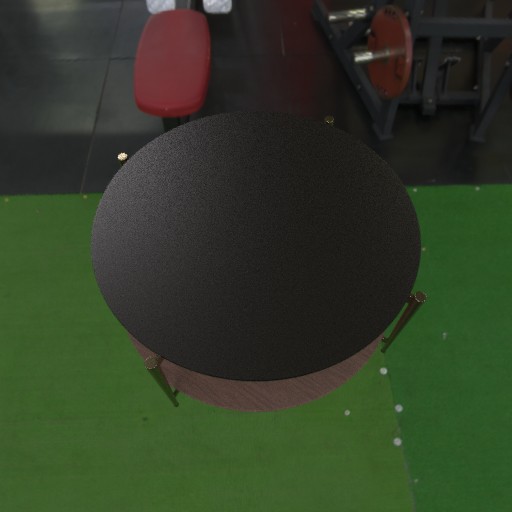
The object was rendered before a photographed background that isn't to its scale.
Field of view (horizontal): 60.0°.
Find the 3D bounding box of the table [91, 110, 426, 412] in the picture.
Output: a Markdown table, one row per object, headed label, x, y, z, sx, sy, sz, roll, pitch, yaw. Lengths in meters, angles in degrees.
| label | x | y | z | sx | sy | sz | roll | pitch | yaw |
| --- | --- | --- | --- | --- | --- | --- | --- | --- | --- |
| table | 0.000 | 0.000 | 1.451 | 0.938 | 0.400 | 0.938 | 0 | 58 | 0 |
